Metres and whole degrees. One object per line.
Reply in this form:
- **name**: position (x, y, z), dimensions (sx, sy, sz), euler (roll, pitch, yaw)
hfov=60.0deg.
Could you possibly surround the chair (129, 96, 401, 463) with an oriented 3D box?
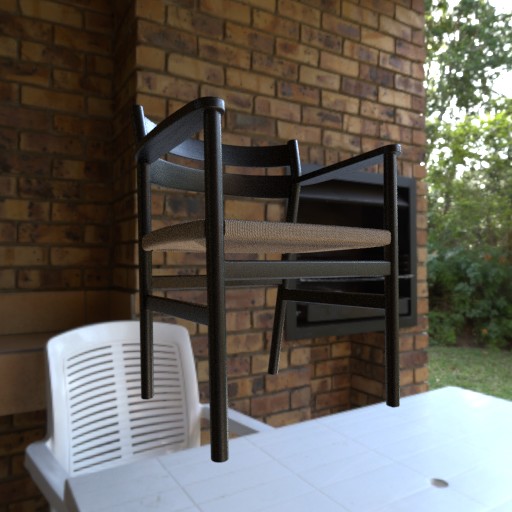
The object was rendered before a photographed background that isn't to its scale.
- **chair**: position (0.000, 0.000, 1.174), dimensions (0.630, 0.775, 0.508), euler (1, -1, -37)
